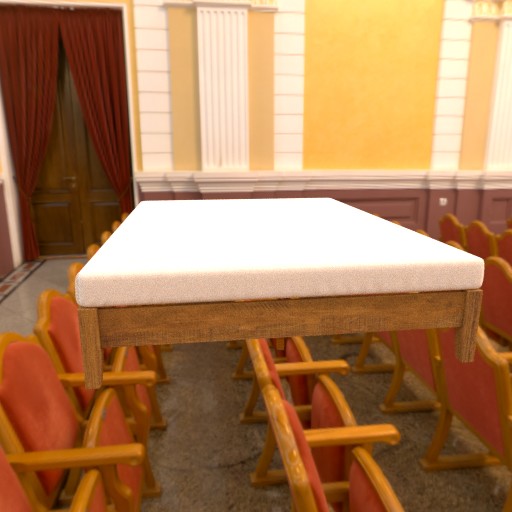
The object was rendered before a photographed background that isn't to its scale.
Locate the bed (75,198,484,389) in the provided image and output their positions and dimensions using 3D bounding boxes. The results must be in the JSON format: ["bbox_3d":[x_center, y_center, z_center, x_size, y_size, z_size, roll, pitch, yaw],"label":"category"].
[{"bbox_3d":[0.000,0.000,2.610,1.536,0.431,2.016,-2,14,-8],"label":"bed"}]
